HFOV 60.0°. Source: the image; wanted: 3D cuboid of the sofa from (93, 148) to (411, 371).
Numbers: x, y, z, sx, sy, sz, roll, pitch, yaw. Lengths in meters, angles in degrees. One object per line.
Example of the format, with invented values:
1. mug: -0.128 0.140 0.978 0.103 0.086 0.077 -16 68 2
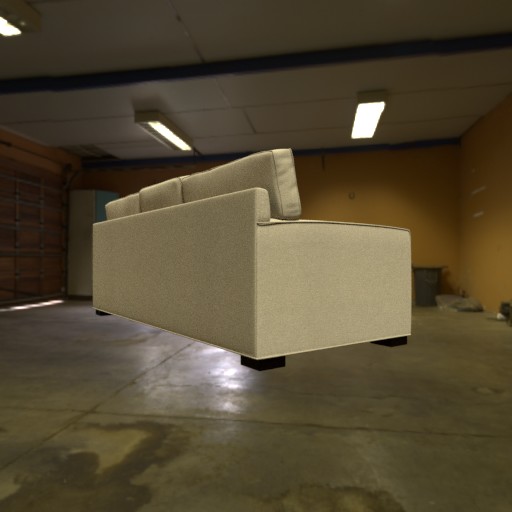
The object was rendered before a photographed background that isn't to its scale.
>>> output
1. sofa: 0.000 0.000 2.881 1.496 0.861 2.087 0 0 -36
